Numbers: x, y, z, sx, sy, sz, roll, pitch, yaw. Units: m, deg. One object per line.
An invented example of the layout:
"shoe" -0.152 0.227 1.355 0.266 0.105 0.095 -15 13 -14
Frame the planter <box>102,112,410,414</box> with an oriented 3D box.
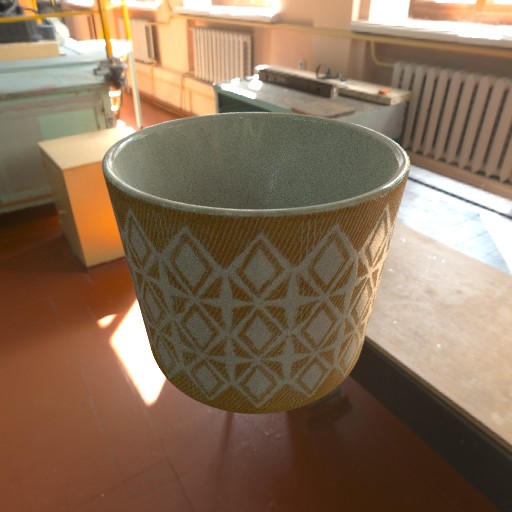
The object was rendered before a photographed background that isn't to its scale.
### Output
"planter" 0.000 0.000 0.331 0.193 0.165 0.193 0 32 0
